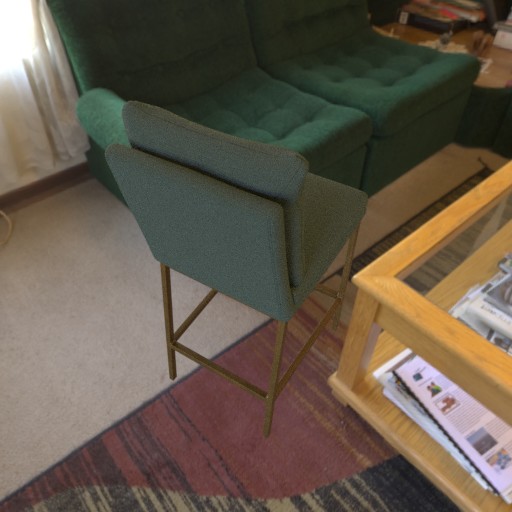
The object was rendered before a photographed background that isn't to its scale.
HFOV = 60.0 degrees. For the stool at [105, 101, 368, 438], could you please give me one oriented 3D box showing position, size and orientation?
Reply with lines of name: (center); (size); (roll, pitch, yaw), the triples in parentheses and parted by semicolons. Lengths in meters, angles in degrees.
stool: (0.000, 0.000, 1.345); (0.463, 1.032, 0.568); (24, 49, 22)
